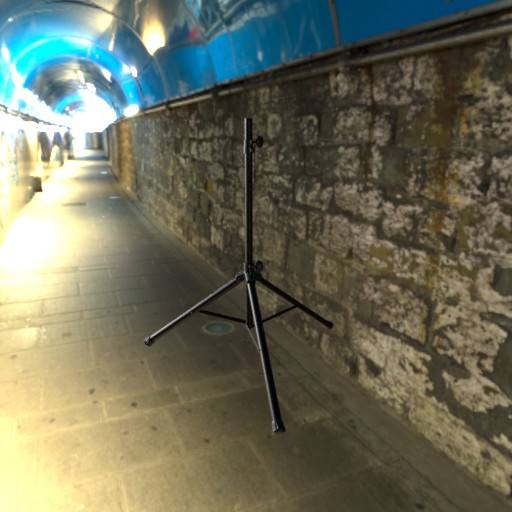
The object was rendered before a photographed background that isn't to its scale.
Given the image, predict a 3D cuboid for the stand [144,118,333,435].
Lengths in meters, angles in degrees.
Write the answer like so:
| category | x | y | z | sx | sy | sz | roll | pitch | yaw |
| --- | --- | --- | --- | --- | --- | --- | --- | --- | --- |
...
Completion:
| category | x | y | z | sx | sy | sz | roll | pitch | yaw |
| --- | --- | --- | --- | --- | --- | --- | --- | --- | --- |
| stand | 0.000 | 0.000 | 1.889 | 1.045 | 1.136 | 0.907 | -3 | 15 | -10 |
